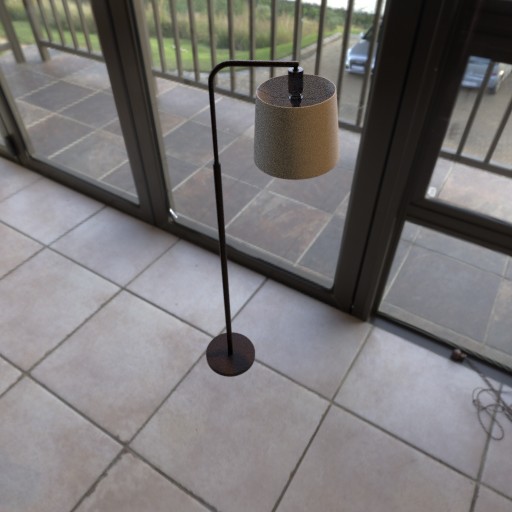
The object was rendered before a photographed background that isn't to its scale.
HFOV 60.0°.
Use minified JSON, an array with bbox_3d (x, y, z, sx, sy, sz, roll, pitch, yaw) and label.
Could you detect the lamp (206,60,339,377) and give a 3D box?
[{"bbox_3d":[0.000,0.000,1.689,0.508,1.478,0.254,10,46,9],"label":"lamp"}]
